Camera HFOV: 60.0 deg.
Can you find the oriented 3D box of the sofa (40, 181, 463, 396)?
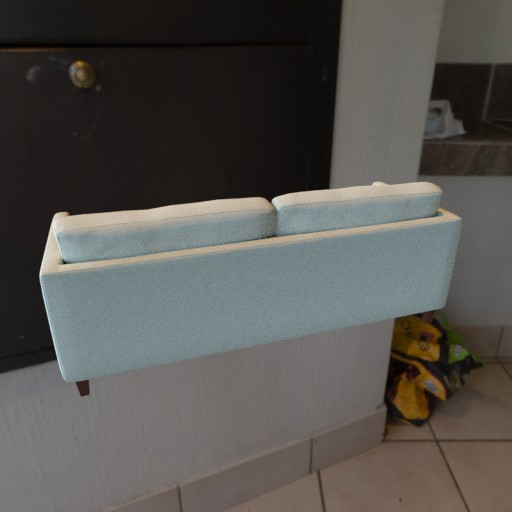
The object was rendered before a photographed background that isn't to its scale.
[{"bbox_3d":[0.000,0.000,2.893,2.434,0.965,0.948,-8,26,-17],"label":"sofa"}]
